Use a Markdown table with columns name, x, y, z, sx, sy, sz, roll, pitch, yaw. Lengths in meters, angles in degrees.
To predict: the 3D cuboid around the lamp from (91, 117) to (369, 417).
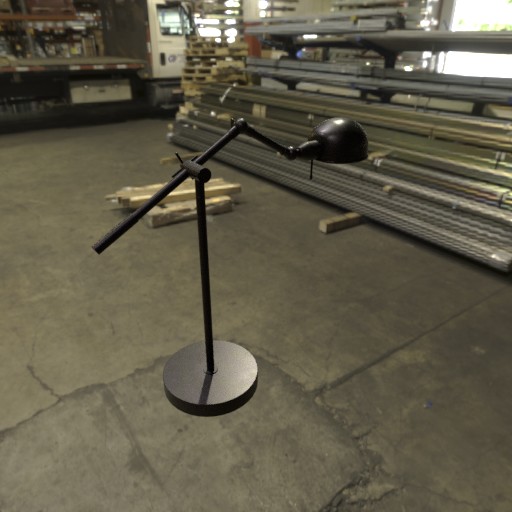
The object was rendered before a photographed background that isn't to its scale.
| name | x | y | z | sx | sy | sz | roll | pitch | yaw |
| --- | --- | --- | --- | --- | --- | --- | --- | --- | --- |
| lamp | 0.000 | 0.000 | 0.829 | 0.567 | 0.495 | 0.185 | -18 | 32 | -31 |
